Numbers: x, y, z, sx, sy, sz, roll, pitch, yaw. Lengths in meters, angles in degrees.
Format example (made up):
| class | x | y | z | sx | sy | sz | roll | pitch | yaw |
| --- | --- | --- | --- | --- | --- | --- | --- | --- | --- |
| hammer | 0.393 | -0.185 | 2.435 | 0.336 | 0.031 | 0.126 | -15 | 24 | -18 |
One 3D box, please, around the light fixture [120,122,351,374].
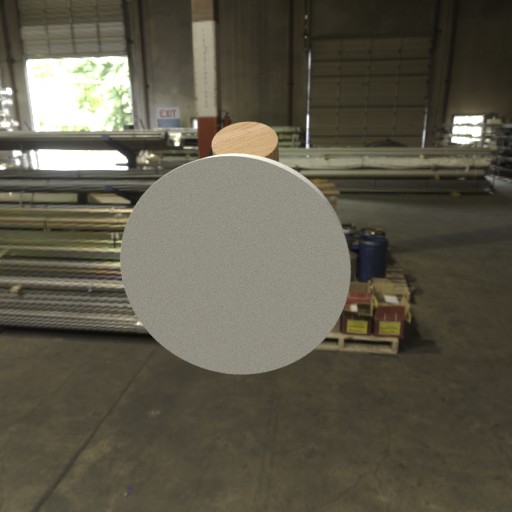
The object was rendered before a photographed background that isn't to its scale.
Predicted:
| class | x | y | z | sx | sy | sz | roll | pitch | yaw |
| --- | --- | --- | --- | --- | --- | --- | --- | --- | --- |
| light fixture | 0.000 | 0.000 | 0.346 | 0.127 | 0.199 | 0.209 | 2 | 16 | 7 |
